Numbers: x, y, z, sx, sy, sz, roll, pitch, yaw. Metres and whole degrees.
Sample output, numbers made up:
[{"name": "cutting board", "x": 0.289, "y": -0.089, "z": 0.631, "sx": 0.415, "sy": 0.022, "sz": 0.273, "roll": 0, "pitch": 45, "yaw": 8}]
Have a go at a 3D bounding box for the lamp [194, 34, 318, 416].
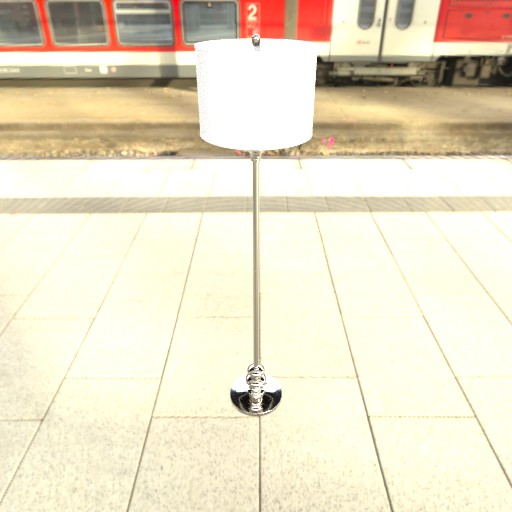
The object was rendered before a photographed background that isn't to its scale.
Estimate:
[{"name": "lamp", "x": 0.000, "y": 0.000, "z": 1.657, "sx": 0.356, "sy": 1.487, "sz": 0.356, "roll": -1, "pitch": 31, "yaw": -2}]
